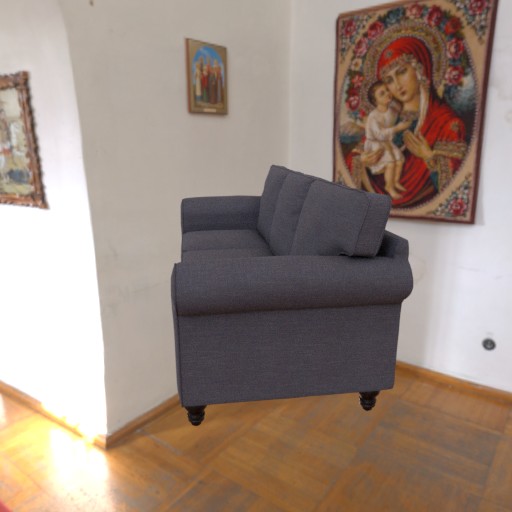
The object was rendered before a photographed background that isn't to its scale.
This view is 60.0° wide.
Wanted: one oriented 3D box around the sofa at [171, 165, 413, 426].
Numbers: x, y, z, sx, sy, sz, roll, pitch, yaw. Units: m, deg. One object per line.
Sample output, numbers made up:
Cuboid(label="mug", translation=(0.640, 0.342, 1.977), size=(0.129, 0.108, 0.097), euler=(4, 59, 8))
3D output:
Cuboid(label="sofa", translation=(0.000, 0.000, 2.622), size=(0.909, 0.966, 2.084), euler=(-2, 15, -8))
